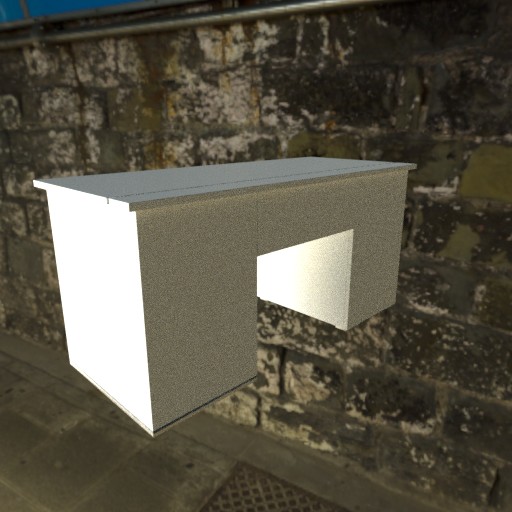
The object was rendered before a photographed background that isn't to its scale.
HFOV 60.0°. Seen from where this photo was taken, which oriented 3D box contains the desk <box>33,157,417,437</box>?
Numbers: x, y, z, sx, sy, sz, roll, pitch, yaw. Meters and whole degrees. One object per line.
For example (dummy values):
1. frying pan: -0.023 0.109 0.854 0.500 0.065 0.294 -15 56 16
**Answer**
1. desk: 0.000 0.000 1.999 1.580 0.760 0.670 -16 23 -42
